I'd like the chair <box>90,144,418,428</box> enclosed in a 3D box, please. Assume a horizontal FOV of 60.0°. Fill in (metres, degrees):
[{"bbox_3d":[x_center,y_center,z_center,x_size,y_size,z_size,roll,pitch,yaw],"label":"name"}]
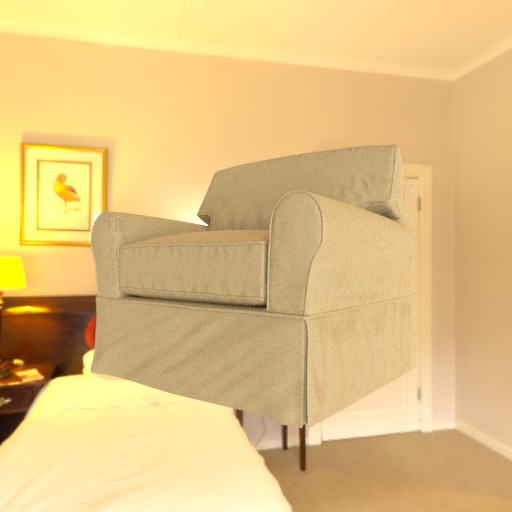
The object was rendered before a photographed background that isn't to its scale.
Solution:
[{"bbox_3d":[0.000,0.000,1.809,1.096,0.937,0.903,0,0,38],"label":"chair"}]
